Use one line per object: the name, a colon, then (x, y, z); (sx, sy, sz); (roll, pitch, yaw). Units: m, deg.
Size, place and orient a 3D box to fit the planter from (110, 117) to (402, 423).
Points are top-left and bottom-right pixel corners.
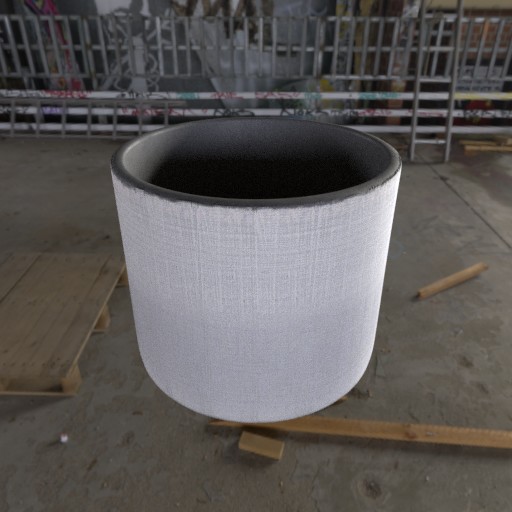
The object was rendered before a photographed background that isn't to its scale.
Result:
planter: (0.000, 0.000, 0.447); (0.254, 0.221, 0.254); (0, 30, 0)
